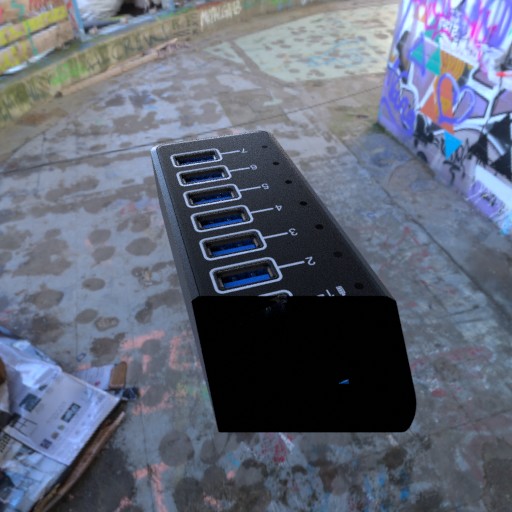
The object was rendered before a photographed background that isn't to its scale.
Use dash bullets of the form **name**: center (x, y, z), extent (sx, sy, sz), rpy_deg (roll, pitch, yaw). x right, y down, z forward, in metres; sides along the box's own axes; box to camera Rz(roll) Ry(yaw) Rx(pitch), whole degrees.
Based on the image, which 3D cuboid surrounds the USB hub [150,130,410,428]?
- **USB hub**: center (0.000, 0.000, 0.127), extent (0.044, 0.023, 0.110), rpy_deg (-12, 43, -13)
